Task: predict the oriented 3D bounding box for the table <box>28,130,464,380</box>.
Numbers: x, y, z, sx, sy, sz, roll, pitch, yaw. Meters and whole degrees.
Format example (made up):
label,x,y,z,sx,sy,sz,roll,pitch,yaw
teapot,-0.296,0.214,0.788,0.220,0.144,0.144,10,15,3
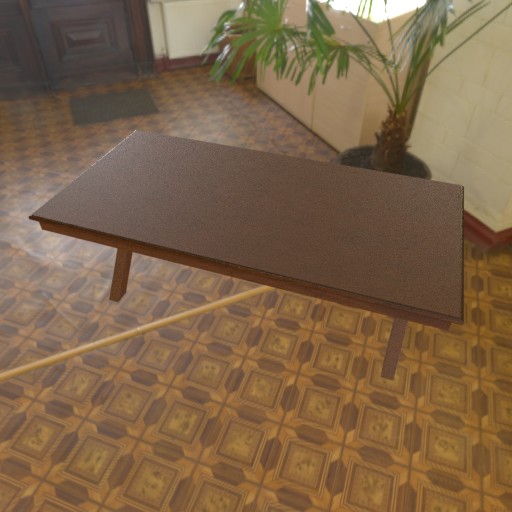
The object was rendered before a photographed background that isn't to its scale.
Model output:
label,x,y,z,sx,sy,sz,roll,pitch,yaw
table,0.000,0.000,1.499,1.197,0.459,0.594,13,43,14
